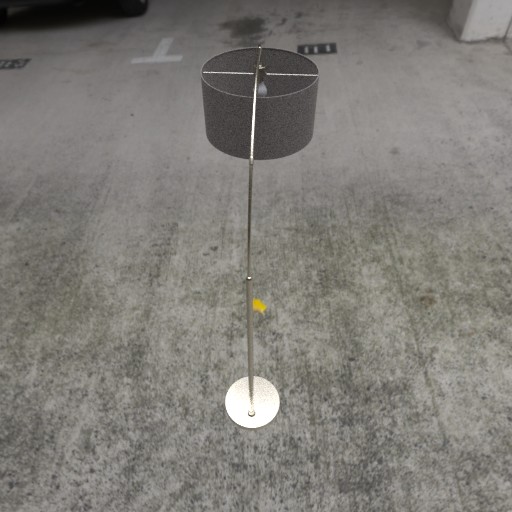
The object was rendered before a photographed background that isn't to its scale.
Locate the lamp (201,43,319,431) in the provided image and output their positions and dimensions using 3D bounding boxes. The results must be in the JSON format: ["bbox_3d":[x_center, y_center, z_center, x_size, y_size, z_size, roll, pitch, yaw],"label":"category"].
[{"bbox_3d":[0.000,0.000,2.082,0.452,1.735,0.934,3,46,2],"label":"lamp"}]
